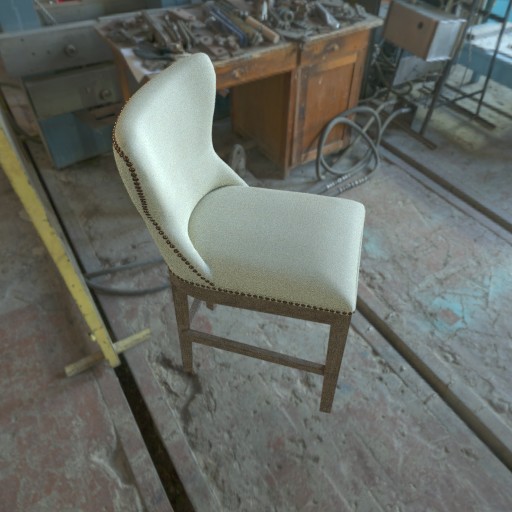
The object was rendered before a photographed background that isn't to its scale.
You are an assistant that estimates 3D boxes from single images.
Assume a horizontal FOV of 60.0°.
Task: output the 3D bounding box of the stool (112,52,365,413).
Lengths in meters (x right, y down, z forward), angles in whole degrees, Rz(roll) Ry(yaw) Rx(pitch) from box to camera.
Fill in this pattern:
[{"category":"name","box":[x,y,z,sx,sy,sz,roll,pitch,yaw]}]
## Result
[{"category":"stool","box":[0.000,0.000,1.321,0.608,0.981,0.498,10,47,9]}]
